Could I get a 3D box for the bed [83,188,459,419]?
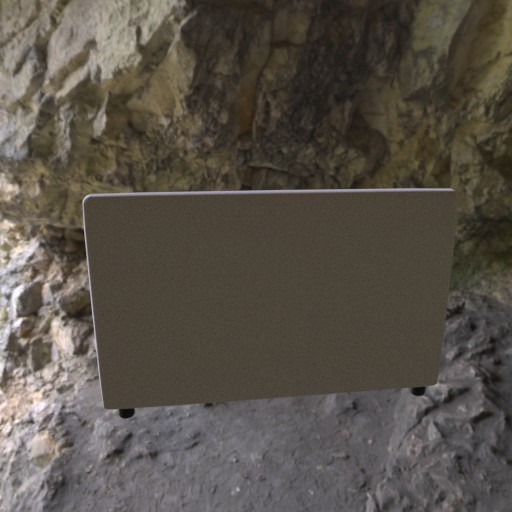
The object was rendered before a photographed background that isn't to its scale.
[{"bbox_3d":[0.000,0.000,3.608,2.119,1.317,2.341,-2,15,-7],"label":"bed"}]
